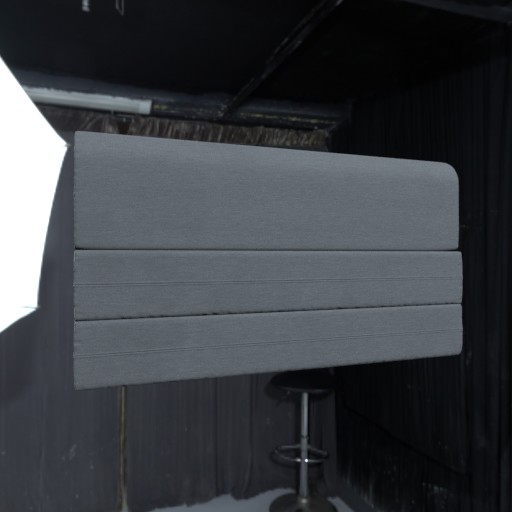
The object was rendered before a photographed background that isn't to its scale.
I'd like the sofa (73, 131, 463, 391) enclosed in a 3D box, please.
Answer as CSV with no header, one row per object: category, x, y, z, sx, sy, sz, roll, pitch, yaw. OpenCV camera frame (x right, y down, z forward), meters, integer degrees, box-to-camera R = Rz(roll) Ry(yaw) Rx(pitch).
sofa,0.000,0.000,1.650,1.225,0.670,0.762,0,0,-19
